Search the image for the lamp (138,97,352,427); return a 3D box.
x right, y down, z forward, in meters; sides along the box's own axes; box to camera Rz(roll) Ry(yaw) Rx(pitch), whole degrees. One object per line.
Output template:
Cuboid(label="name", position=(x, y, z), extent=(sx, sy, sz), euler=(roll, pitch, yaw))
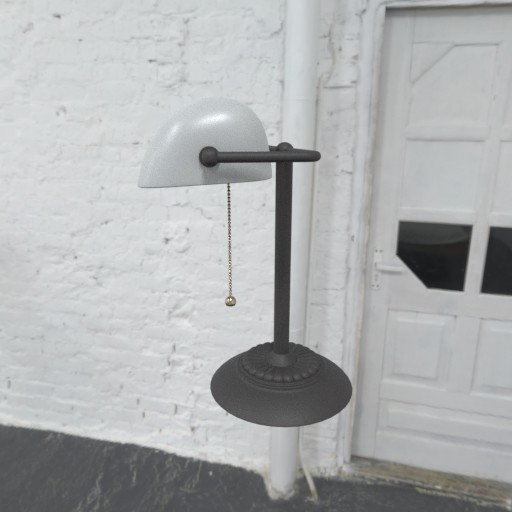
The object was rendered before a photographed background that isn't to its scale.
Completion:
Cuboid(label="lamp", position=(0.000, 0.000, 0.517), extent=(0.243, 0.339, 0.264), euler=(-2, 15, -9))
